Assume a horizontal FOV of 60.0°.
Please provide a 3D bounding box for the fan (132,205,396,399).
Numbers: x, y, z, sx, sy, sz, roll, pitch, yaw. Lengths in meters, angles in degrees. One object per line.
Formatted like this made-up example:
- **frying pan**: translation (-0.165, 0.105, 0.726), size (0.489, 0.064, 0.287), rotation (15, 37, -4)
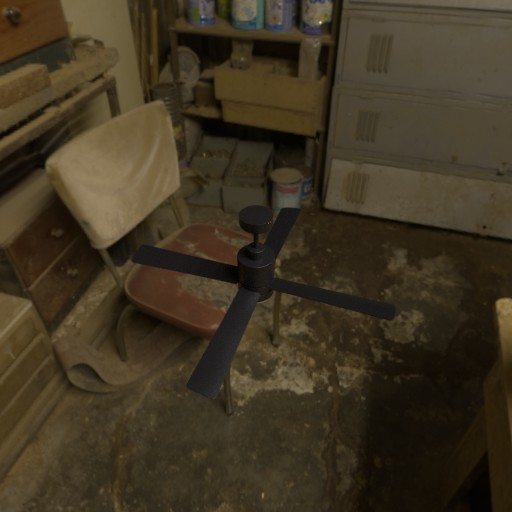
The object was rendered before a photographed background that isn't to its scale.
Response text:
- **fan**: translation (0.000, 0.000, 2.370), size (1.525, 0.534, 1.525), rotation (13, 42, 15)
